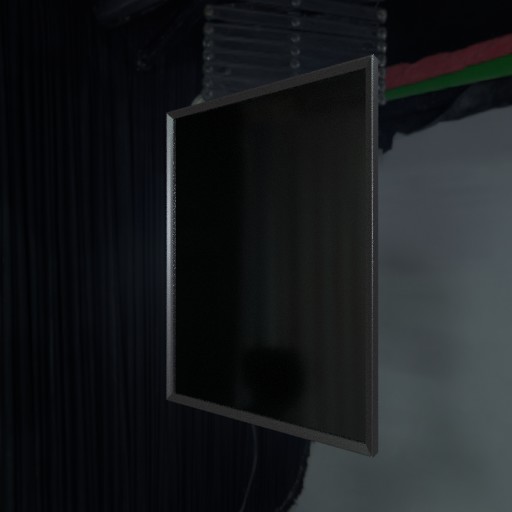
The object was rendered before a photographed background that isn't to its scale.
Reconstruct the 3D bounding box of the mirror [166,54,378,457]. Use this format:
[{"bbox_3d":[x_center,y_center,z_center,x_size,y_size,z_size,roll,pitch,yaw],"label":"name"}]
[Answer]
[{"bbox_3d":[0.000,0.000,1.358,0.762,1.016,0.041,0,0,37],"label":"mirror"}]
